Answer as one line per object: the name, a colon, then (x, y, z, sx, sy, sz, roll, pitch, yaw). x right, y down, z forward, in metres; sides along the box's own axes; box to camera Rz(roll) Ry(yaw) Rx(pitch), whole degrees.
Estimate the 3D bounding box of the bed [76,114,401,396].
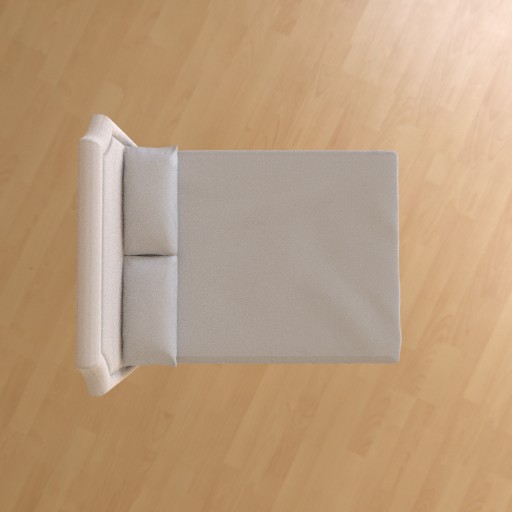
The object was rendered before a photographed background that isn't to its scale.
bed: (0.000, 0.000, 3.275, 2.164, 1.297, 1.828, 0, 88, 0)
